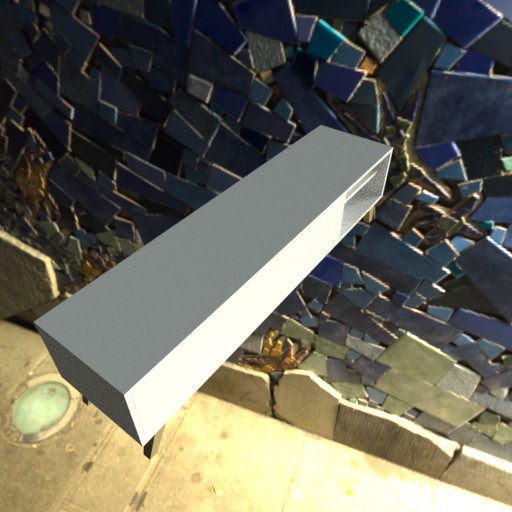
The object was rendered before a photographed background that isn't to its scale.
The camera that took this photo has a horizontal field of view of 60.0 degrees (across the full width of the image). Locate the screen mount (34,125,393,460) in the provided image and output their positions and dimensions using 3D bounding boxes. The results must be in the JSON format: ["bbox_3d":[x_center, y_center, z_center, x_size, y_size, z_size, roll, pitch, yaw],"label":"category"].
[{"bbox_3d":[0.000,0.000,1.846,0.399,0.432,1.644,26,48,27],"label":"screen mount"}]
